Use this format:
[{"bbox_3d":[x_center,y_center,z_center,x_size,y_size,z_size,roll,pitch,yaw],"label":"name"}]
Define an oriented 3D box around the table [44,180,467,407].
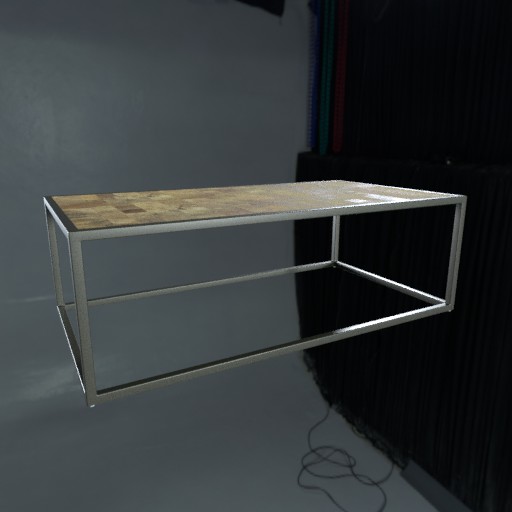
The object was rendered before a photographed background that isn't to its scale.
[{"bbox_3d":[0.000,0.000,1.476,1.199,0.398,0.649,-8,17,-28],"label":"table"}]
